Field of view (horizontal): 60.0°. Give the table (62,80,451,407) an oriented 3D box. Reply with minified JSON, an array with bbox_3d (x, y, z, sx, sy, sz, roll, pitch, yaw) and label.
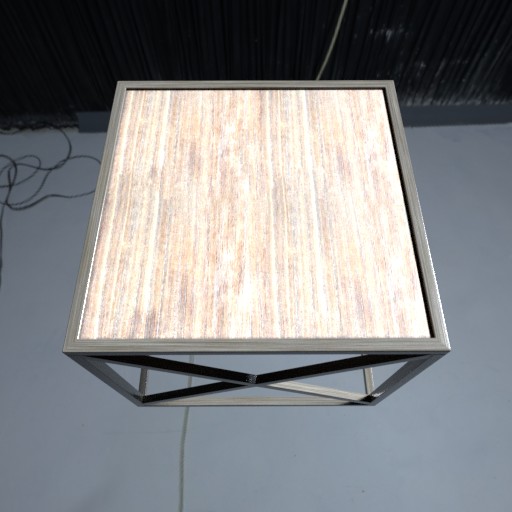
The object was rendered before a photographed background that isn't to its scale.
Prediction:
[{"bbox_3d":[0.000,0.000,1.061,0.611,0.507,0.609,0,62,0],"label":"table"}]
